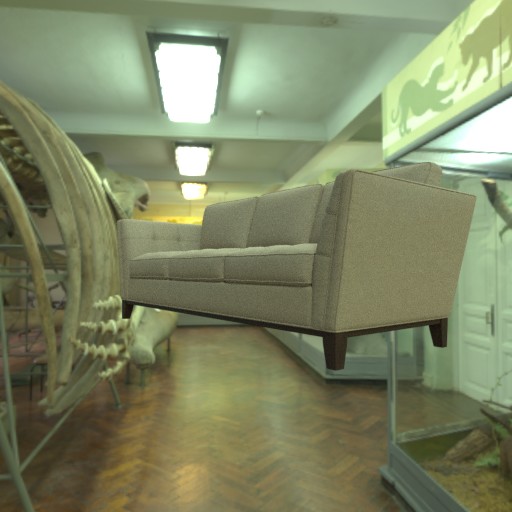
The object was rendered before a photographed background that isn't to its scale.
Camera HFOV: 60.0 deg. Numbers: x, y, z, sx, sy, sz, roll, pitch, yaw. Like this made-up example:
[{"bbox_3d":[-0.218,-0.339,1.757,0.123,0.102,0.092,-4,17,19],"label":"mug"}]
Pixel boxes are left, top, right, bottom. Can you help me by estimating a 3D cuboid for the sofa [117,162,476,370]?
[{"bbox_3d":[0.000,0.000,2.865,0.965,0.940,2.388,1,-2,-38],"label":"sofa"}]
